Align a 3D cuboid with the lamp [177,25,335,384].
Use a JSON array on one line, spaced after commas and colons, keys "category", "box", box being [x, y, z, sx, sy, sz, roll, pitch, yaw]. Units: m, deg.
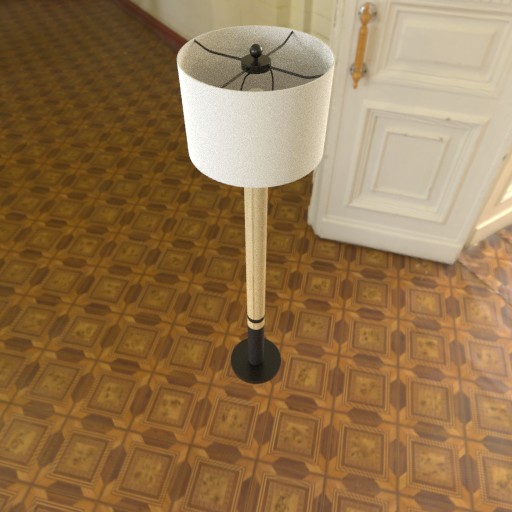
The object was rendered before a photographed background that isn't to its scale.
[{"category": "lamp", "box": [0.000, 0.000, 1.597, 0.381, 1.478, 0.381, 9, 48, 8]}]
